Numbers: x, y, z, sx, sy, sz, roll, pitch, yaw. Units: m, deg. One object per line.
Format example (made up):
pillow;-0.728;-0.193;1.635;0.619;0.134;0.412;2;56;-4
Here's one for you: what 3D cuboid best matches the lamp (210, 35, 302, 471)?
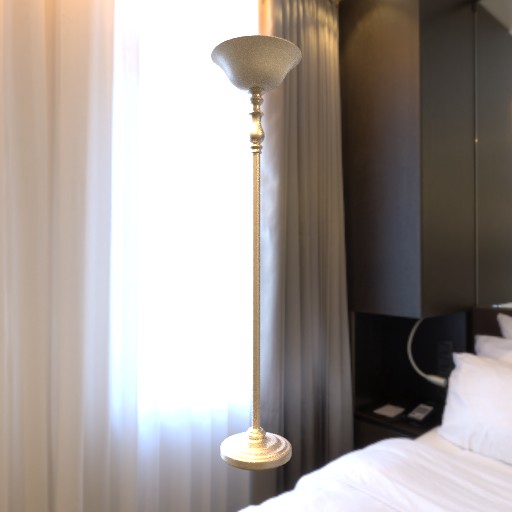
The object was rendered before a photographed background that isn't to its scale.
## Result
lamp;0.000;0.000;1.971;0.405;1.771;0.405;0;-1;20
